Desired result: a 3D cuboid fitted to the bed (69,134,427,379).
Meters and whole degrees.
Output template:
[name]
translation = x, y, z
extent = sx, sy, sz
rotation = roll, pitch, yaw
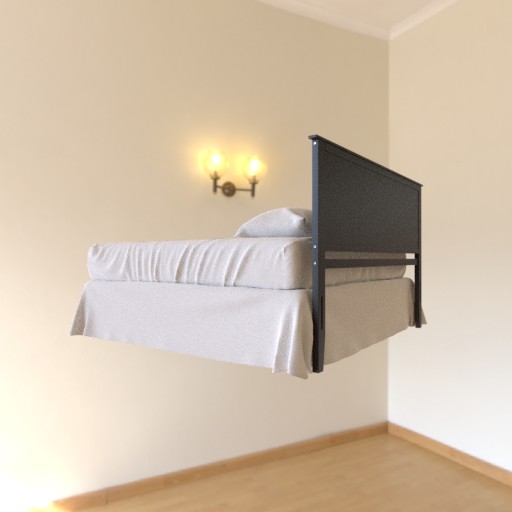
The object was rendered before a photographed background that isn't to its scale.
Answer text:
[bed]
translation = 0.000, 0.000, 3.767
extent = 2.219, 1.271, 2.315
rotation = 0, 0, 36
